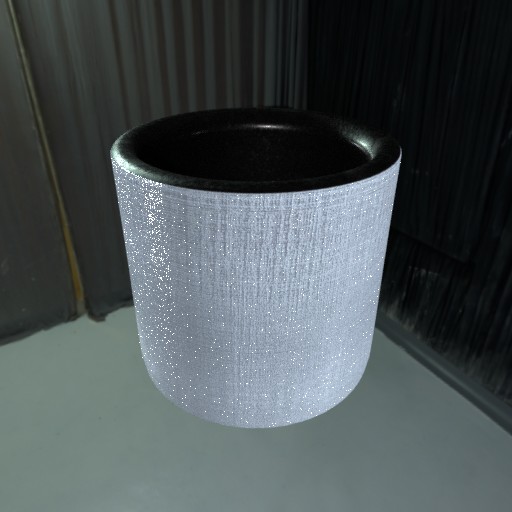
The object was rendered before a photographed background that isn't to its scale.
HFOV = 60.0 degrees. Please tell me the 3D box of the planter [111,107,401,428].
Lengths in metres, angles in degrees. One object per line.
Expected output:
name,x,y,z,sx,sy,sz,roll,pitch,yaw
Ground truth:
planter,0.000,0.000,0.287,0.160,0.156,0.160,0,30,0
